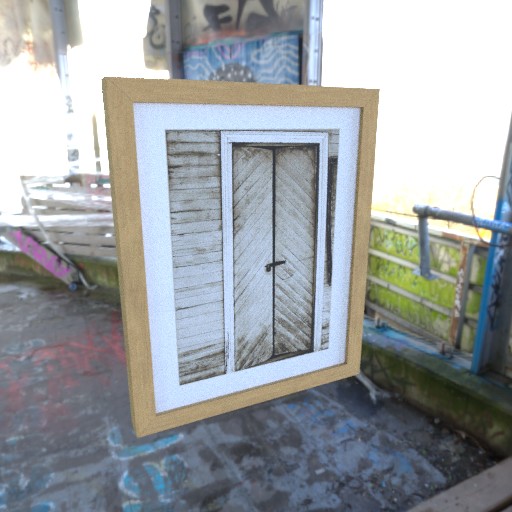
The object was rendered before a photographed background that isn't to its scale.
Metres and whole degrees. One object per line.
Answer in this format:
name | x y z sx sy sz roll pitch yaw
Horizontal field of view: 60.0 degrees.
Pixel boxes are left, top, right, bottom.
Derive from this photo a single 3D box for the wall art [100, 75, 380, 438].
wall art | 0.000 0.000 0.524 0.312 0.380 0.030 -8 18 -25
